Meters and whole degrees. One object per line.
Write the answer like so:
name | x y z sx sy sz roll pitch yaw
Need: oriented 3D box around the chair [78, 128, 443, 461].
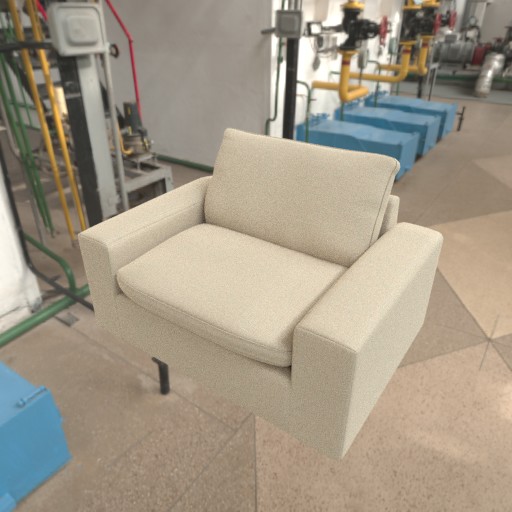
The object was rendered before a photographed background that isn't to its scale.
chair | 0.000 0.000 2.072 1.398 0.915 1.039 19 35 30
